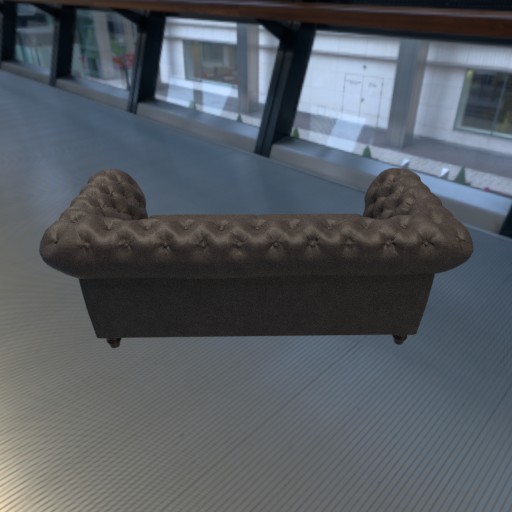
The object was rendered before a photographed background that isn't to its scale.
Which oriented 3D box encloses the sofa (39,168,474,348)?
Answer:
[{"bbox_3d":[0.000,0.000,2.519,2.048,0.779,0.944,-1,30,-1],"label":"sofa"}]
